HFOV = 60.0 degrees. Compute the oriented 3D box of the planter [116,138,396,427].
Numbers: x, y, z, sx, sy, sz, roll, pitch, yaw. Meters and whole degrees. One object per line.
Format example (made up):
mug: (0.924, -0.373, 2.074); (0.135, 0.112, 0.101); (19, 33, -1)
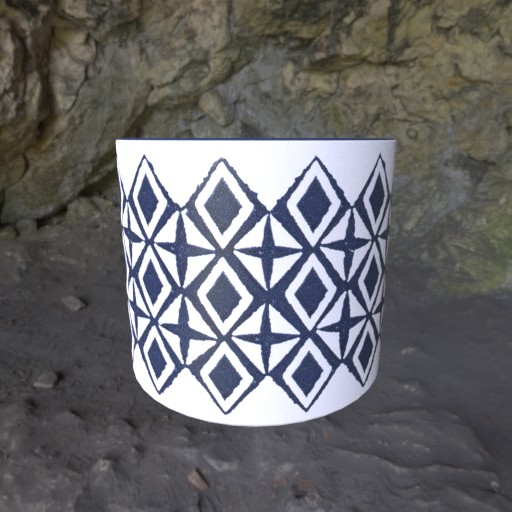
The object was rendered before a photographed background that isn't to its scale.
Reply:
planter: (0.000, 0.000, 0.320); (0.182, 0.165, 0.182); (0, 15, 0)
